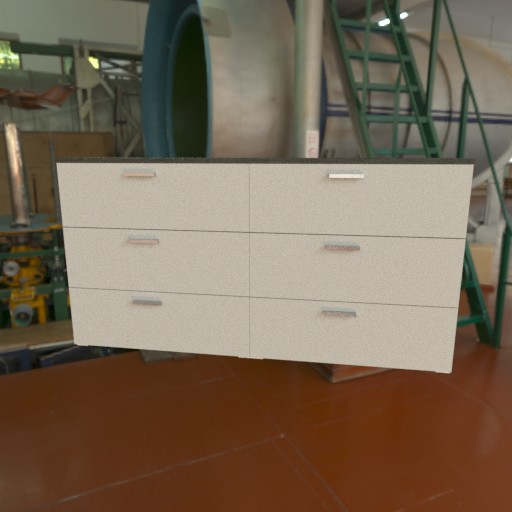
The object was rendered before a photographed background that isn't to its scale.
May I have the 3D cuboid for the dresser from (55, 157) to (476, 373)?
[{"bbox_3d":[0.000,0.000,1.833,1.535,0.790,0.333,2,13,9],"label":"dresser"}]
